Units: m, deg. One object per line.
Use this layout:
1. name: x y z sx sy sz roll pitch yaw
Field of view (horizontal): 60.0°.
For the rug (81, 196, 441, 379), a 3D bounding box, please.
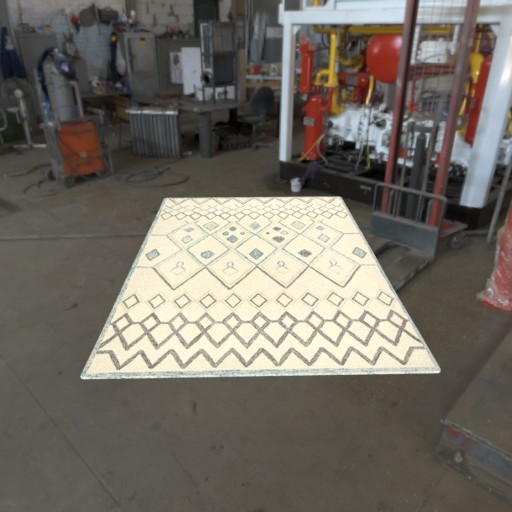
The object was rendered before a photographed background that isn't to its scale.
1. rug: 0.000 0.000 2.350 1.260 0.009 1.820 -1 27 -1
